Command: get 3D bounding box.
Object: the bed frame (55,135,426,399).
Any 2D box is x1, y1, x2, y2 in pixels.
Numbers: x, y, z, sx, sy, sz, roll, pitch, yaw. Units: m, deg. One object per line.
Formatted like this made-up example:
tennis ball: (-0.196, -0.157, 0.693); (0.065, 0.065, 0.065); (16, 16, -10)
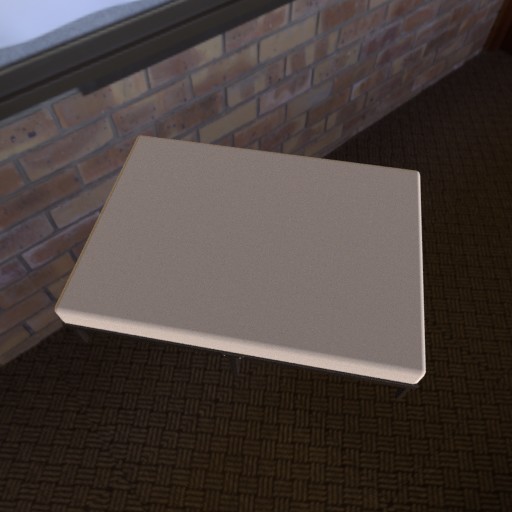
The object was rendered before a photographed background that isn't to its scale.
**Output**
bed frame: (0.000, 0.000, 3.810); (2.842, 0.680, 2.205); (15, 58, 10)
